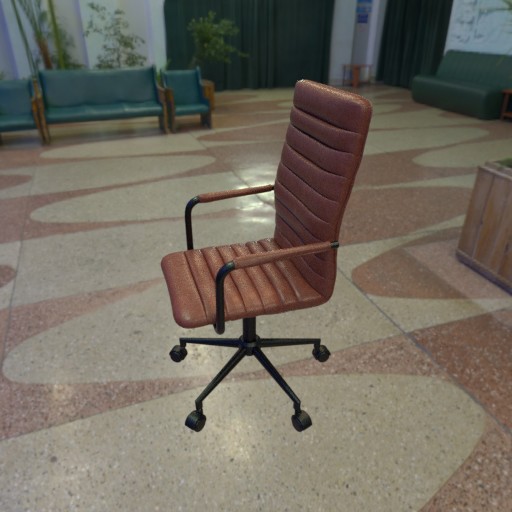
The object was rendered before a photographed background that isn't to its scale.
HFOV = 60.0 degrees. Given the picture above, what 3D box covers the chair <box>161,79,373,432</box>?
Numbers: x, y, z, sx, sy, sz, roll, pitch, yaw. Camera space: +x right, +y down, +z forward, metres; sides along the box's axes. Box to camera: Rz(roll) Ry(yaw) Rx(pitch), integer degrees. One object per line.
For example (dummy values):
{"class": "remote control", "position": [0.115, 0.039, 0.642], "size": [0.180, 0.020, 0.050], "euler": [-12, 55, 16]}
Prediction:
{"class": "chair", "position": [0.000, 0.000, 1.382], "size": [0.580, 0.979, 0.608], "euler": [-9, 30, -15]}
